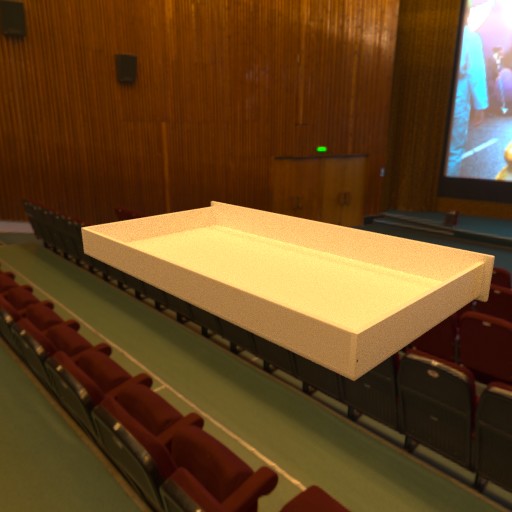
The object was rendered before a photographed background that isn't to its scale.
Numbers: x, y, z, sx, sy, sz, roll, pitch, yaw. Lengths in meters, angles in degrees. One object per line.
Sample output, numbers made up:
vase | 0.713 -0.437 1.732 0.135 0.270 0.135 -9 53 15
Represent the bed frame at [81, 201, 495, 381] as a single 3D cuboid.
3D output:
bed frame | 0.000 0.000 1.528 0.670 0.141 1.300 -16 23 -42
